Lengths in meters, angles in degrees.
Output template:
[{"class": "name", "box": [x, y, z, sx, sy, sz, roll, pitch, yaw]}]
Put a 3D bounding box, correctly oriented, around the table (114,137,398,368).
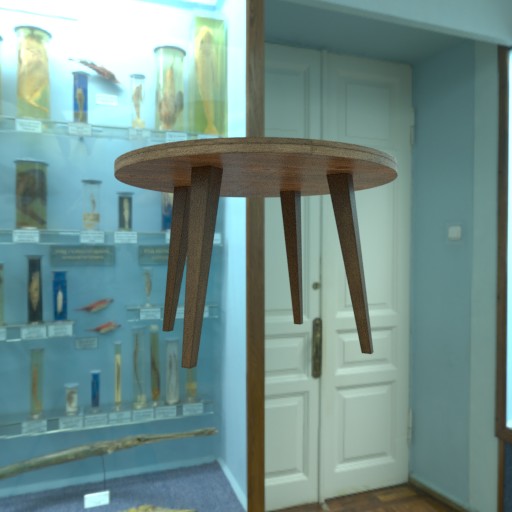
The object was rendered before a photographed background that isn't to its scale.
[{"class": "table", "box": [0.000, 0.000, 1.997, 1.213, 0.764, 1.213, 0, 1, 0]}]
